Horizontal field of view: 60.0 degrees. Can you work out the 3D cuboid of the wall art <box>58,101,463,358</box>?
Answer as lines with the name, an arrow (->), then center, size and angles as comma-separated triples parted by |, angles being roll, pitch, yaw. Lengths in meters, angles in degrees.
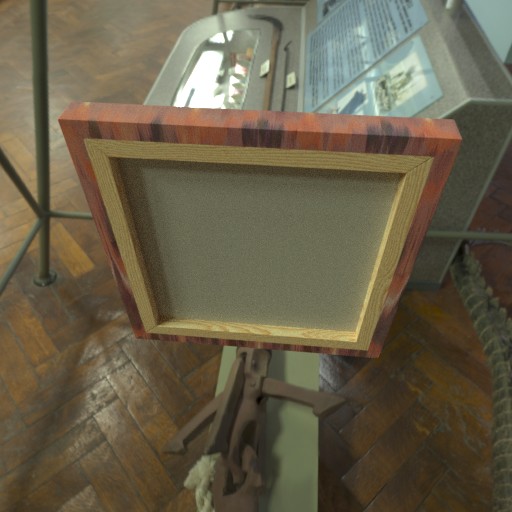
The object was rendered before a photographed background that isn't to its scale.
wall art -> 0.000, 0.000, 0.599 | 0.403, 0.406, 0.038 | 4, 47, 4
